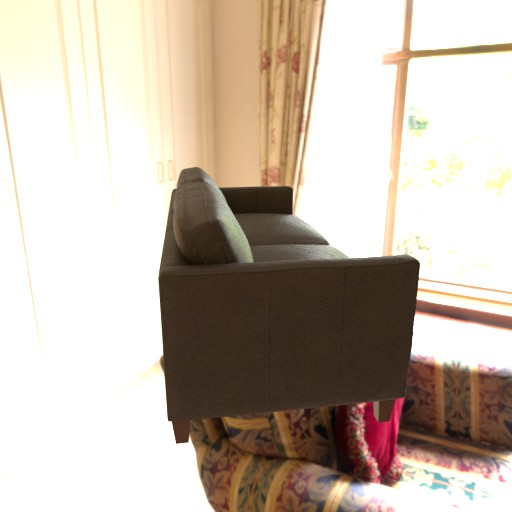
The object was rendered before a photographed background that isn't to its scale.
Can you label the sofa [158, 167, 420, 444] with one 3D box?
[{"bbox_3d":[0.000,0.000,2.439,0.933,0.863,1.971,-3,17,-9],"label":"sofa"}]
